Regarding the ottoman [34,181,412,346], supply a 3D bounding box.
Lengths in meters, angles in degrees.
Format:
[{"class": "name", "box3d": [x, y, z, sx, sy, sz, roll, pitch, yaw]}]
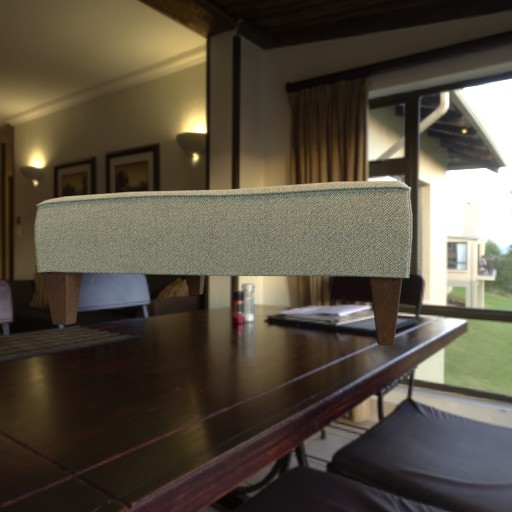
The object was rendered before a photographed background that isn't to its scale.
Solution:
[{"class": "ottoman", "box3d": [0.000, 0.000, 1.543, 1.004, 0.379, 0.968, 0, 1, 18]}]
